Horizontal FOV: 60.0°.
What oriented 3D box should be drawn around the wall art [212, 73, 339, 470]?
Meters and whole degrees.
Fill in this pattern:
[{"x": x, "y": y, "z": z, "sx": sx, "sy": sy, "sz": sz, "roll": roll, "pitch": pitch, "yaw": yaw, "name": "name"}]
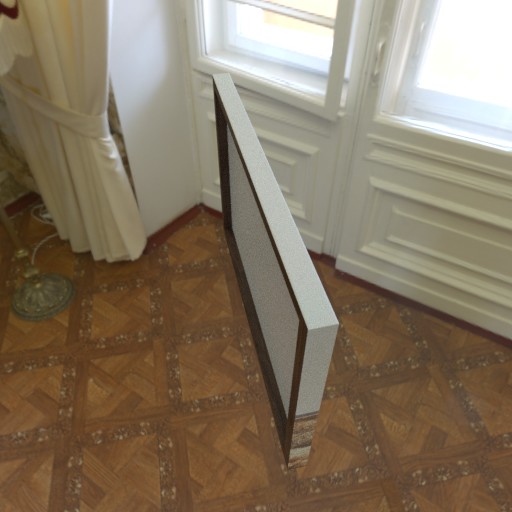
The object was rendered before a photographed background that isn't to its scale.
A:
[{"x": 0.000, "y": 0.000, "z": 1.202, "sx": 0.050, "sy": 0.610, "sz": 0.914, "roll": -9, "pitch": 47, "yaw": -9, "name": "wall art"}]
